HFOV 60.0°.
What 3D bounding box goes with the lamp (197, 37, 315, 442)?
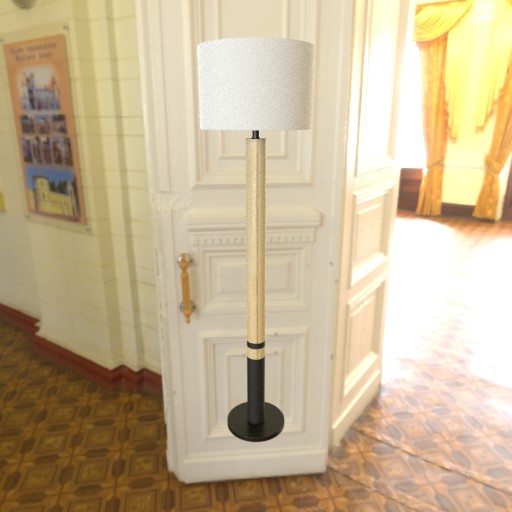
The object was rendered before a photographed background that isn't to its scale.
[{"bbox_3d":[0.000,0.000,1.661,0.381,1.478,0.381,-3,18,-10],"label":"lamp"}]
